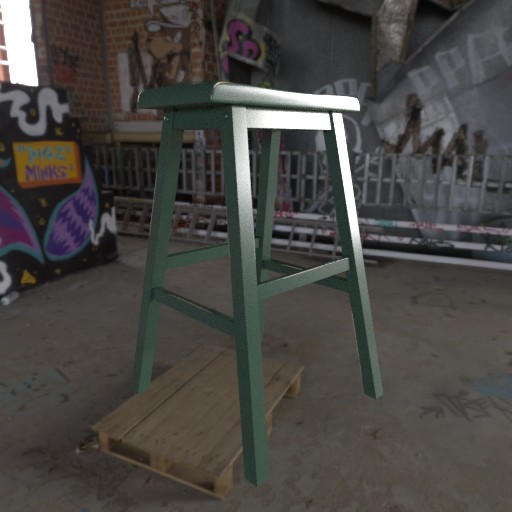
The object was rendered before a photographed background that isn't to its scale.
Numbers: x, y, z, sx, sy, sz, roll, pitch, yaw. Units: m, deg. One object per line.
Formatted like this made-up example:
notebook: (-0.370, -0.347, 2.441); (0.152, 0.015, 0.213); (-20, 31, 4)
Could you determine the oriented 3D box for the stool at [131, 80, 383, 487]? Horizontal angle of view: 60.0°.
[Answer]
stool: (0.000, 0.000, 1.066); (0.457, 0.737, 0.476); (-14, 20, -42)
